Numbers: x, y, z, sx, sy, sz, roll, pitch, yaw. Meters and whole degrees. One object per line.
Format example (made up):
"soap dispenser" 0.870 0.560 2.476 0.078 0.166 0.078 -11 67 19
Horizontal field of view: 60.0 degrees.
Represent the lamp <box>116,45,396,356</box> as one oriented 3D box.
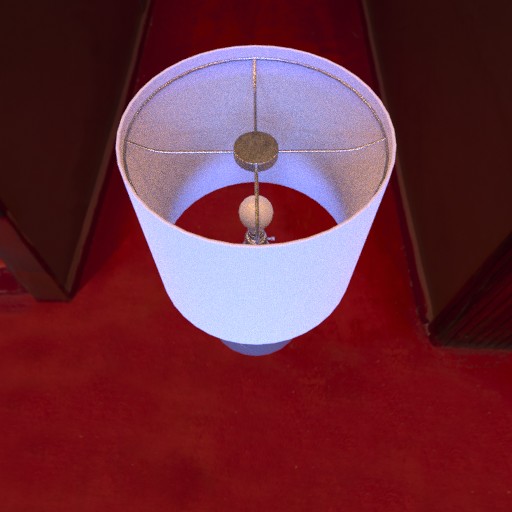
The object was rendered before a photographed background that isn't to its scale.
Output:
"lamp" 0.000 0.000 0.487 0.207 0.366 0.207 -1 59 0
